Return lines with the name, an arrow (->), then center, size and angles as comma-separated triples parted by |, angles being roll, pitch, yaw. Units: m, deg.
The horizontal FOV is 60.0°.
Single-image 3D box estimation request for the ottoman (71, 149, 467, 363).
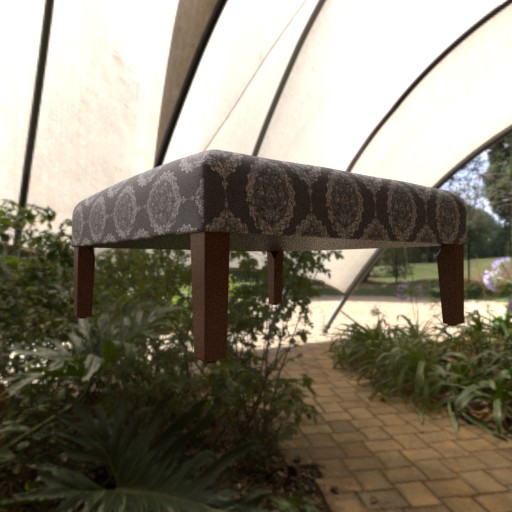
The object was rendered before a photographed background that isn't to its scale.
ottoman -> 0.000, 0.000, 1.386 | 0.889, 0.409, 0.890 | 1, -1, -37
